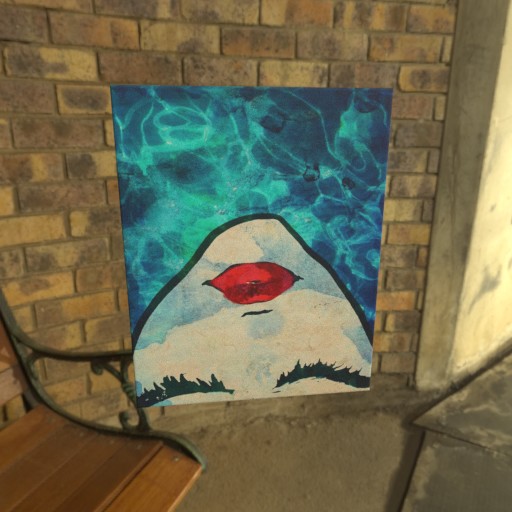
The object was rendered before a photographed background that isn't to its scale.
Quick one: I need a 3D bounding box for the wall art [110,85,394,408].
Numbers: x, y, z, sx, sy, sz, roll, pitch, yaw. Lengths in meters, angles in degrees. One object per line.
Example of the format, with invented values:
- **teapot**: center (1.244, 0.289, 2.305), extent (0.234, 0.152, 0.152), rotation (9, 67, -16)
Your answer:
- **wall art**: center (0.000, 0.000, 0.891), extent (0.508, 0.635, 0.038), rotation (-2, 16, -7)
